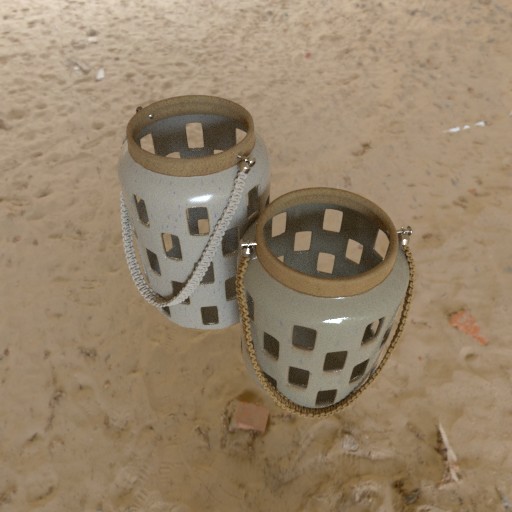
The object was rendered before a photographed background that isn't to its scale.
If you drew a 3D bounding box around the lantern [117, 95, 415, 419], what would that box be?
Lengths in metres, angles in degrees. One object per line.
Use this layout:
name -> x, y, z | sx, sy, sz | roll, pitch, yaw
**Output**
lantern -> 0.000, 0.000, 0.496 | 0.347, 0.255, 0.184 | 30, 53, 25
